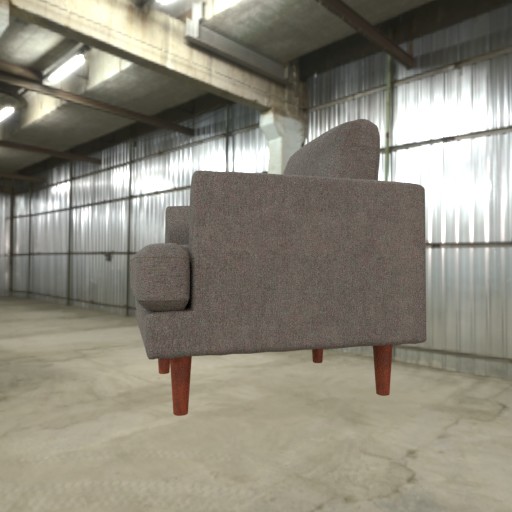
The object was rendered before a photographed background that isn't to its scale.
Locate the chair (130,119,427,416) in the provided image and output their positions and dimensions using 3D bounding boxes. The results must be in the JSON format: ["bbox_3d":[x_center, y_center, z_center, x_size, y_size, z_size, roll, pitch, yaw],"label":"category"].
[{"bbox_3d":[0.000,0.000,1.672,0.899,0.957,0.858,0,-1,-17],"label":"chair"}]
